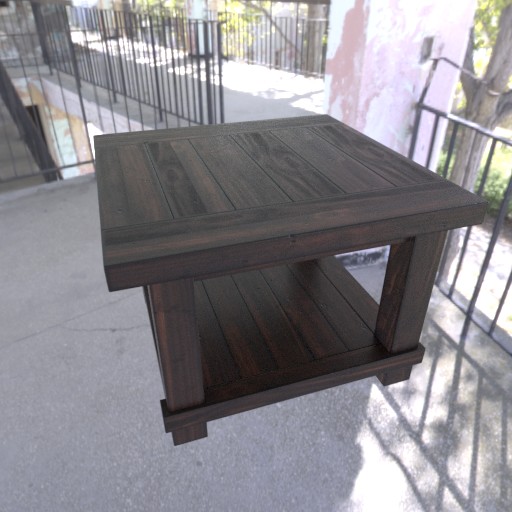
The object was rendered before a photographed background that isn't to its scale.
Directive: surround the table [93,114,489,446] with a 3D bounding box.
[{"bbox_3d":[0.000,0.000,0.994,0.606,0.437,0.593,-10,33,-16],"label":"table"}]
